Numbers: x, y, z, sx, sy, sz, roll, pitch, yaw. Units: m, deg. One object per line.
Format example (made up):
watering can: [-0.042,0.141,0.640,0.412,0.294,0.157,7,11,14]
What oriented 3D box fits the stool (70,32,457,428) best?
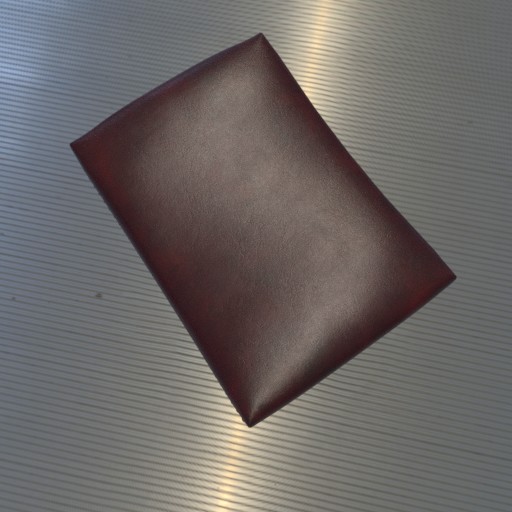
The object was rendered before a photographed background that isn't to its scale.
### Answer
stool: [0.000,0.000,0.938,0.372,0.657,0.504,-33,79,-8]
